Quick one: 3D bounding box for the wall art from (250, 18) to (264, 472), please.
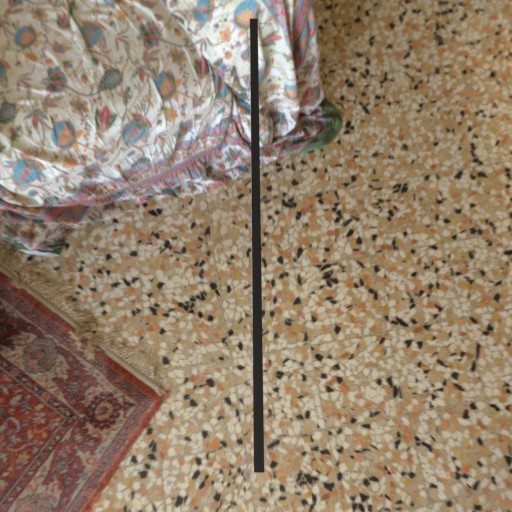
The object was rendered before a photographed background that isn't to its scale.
[{"bbox_3d":[0.000,0.000,0.847,0.013,0.458,0.664,-1,76,0],"label":"wall art"}]
